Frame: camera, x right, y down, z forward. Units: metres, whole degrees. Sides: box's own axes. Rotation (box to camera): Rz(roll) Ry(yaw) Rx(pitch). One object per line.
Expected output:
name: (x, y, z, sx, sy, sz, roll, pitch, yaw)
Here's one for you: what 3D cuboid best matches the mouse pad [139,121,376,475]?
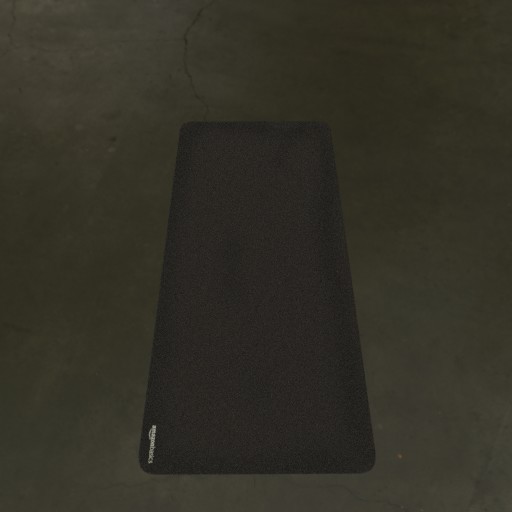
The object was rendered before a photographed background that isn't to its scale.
mouse pad: (0.000, 0.000, 1.019, 0.424, 0.003, 0.907, 0, 57, 0)
